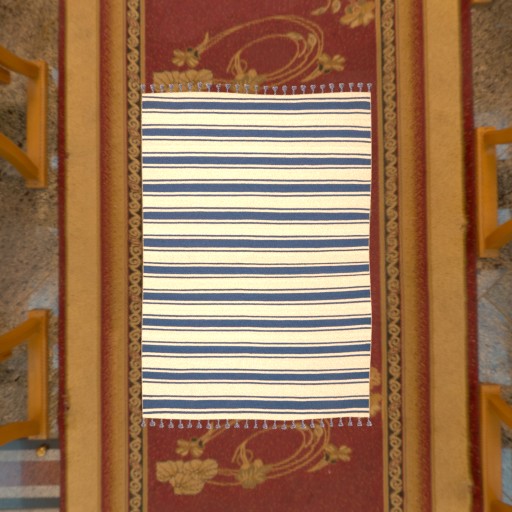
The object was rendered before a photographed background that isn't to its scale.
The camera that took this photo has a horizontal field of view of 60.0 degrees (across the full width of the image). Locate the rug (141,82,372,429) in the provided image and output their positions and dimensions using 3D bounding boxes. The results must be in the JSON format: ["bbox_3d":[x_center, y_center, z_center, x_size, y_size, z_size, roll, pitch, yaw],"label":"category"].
[{"bbox_3d":[0.000,0.000,2.960,1.544,0.010,2.315,0,90,1],"label":"rug"}]
